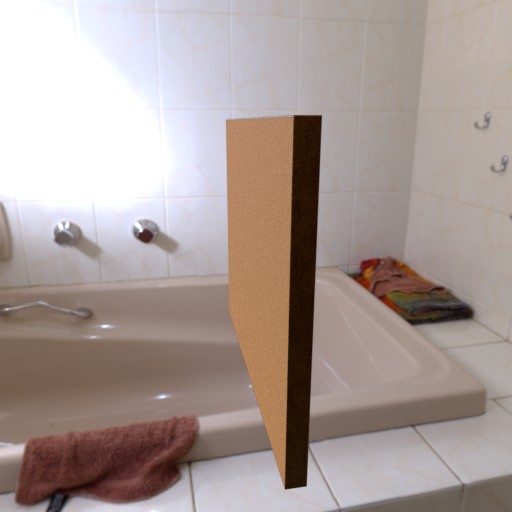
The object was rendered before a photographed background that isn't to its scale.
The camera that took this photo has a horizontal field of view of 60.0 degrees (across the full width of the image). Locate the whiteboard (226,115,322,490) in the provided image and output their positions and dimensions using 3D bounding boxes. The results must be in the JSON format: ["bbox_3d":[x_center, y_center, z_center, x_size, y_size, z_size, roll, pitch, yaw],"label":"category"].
[{"bbox_3d":[0.000,0.000,0.768,0.029,0.457,0.561,-3,17,-10],"label":"whiteboard"}]
